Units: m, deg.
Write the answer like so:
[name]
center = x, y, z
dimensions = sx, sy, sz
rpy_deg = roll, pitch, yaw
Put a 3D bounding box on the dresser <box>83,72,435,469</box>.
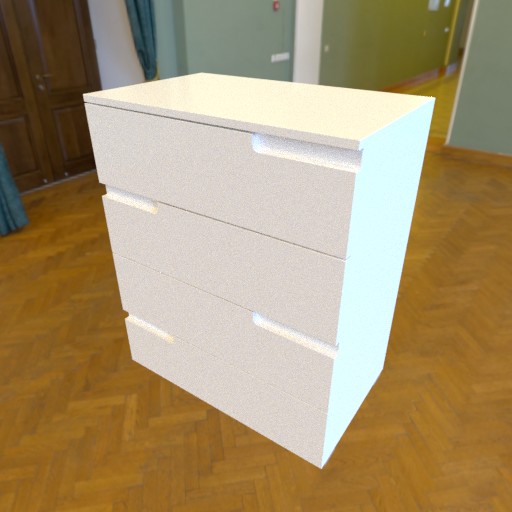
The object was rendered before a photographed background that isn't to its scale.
[dresser]
center = 0.000, 0.000, 1.158
dimensions = 0.650, 0.800, 0.400
rpy_deg = 19, 35, 29
